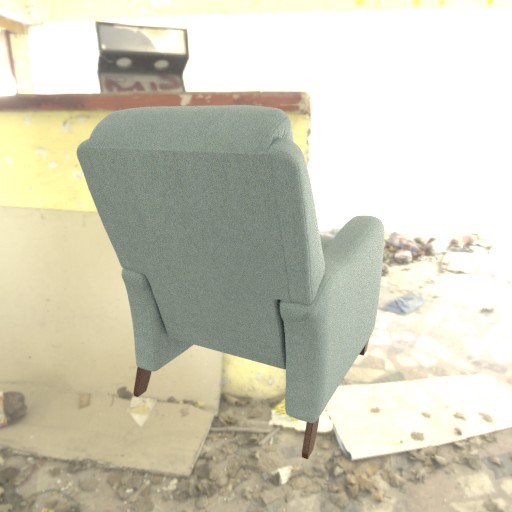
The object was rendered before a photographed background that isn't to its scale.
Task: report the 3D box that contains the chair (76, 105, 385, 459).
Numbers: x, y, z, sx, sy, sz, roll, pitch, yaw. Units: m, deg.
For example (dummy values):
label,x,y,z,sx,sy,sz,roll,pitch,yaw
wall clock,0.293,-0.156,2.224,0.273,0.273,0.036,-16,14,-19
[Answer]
label,x,y,z,sx,sy,sz,roll,pitch,yaw
chair,0.000,0.000,1.693,0.785,1.067,0.988,9,19,27
